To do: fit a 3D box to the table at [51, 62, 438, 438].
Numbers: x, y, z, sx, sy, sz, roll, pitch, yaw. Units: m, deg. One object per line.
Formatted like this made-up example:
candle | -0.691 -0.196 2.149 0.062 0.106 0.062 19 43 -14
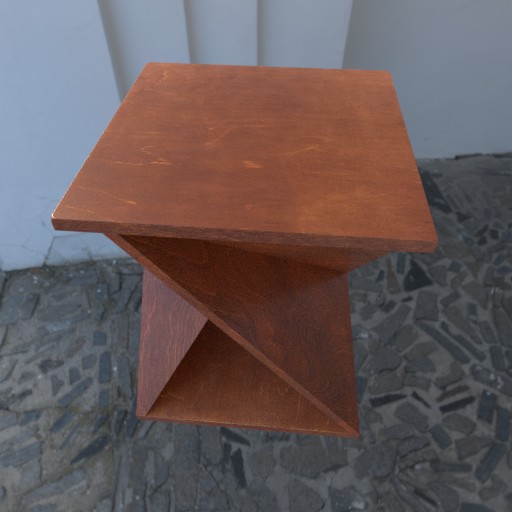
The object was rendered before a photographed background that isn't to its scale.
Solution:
table | 0.000 0.000 0.818 0.427 0.520 0.427 4 46 3
